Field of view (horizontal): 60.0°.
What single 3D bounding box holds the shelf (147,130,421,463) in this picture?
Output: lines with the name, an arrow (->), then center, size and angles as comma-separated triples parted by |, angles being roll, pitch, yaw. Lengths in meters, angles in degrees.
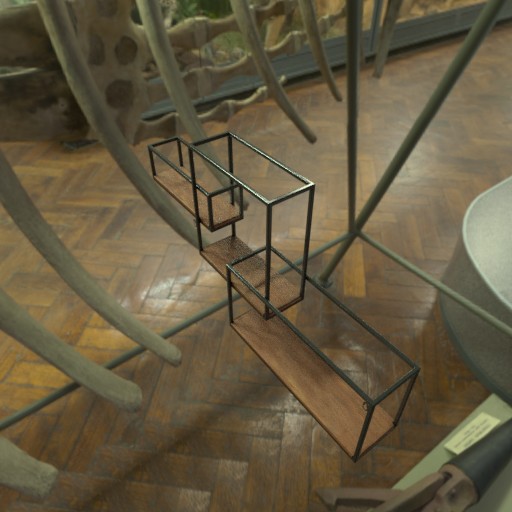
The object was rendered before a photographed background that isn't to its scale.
shelf -> 0.000, 0.000, 2.179 | 0.275, 0.972, 1.781 | -26, 47, -27
